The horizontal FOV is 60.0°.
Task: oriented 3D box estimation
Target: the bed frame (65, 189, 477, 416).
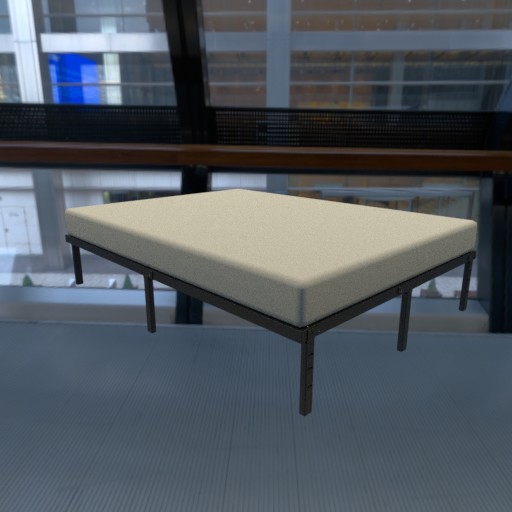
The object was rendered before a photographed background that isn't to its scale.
[{"bbox_3d":[0.000,0.000,3.540,1.990,0.680,2.635,-15,21,-42],"label":"bed frame"}]
